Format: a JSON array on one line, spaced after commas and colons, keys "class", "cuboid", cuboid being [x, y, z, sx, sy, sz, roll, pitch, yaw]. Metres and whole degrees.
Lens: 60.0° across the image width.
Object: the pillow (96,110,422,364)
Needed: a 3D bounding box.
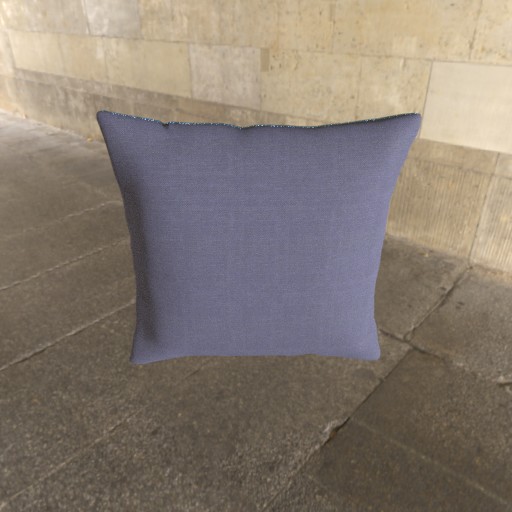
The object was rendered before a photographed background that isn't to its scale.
[{"class": "pillow", "cuboid": [0.000, 0.000, 0.670, 0.436, 0.430, 0.138, -1, 29, -2]}]
